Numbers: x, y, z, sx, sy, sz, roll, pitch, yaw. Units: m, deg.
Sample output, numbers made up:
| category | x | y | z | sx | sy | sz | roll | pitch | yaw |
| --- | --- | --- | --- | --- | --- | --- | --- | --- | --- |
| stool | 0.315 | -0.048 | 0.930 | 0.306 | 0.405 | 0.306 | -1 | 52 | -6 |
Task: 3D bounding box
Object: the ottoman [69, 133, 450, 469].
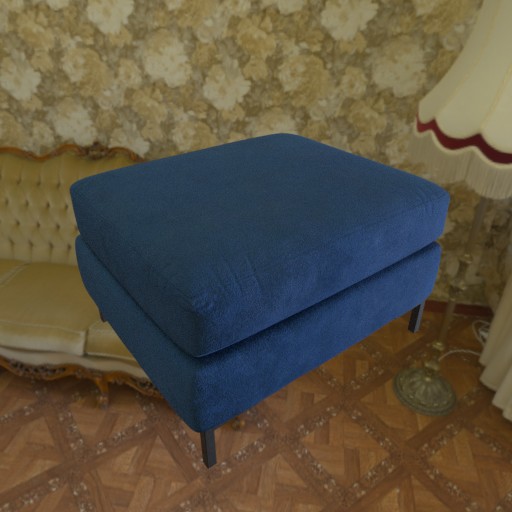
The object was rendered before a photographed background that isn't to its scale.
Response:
| category | x | y | z | sx | sy | sz | roll | pitch | yaw |
| --- | --- | --- | --- | --- | --- | --- | --- | --- | --- |
| ottoman | 0.000 | 0.000 | 1.203 | 0.794 | 0.485 | 0.655 | -22 | 38 | -31 |
